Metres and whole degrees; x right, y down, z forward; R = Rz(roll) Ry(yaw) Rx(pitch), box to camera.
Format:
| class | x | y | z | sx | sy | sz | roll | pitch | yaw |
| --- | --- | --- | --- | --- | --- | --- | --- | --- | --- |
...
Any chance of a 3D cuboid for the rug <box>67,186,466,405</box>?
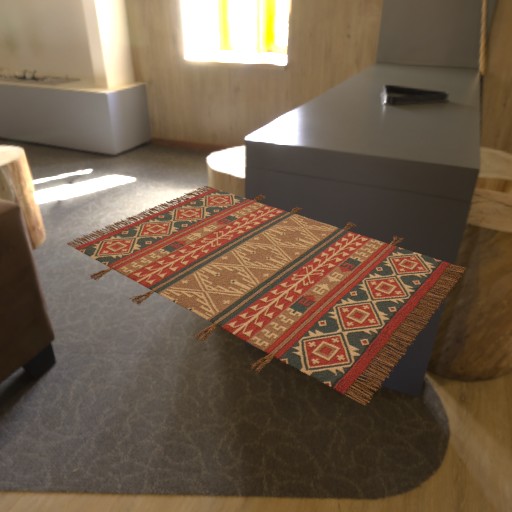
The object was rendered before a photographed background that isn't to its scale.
| class | x | y | z | sx | sy | sz | roll | pitch | yaw |
| --- | --- | --- | --- | --- | --- | --- | --- | --- | --- |
| rug | 0.000 | 0.000 | 2.584 | 2.025 | 0.040 | 1.469 | 22 | 37 | 33 |
